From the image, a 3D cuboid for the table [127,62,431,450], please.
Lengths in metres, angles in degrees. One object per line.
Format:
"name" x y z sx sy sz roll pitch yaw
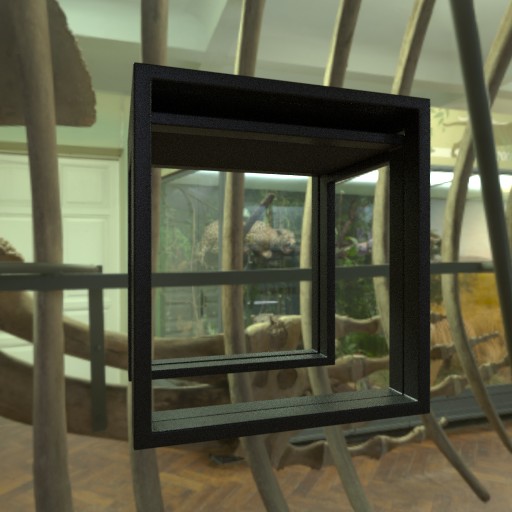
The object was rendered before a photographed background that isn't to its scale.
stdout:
"table" 0.000 0.000 0.912 0.500 0.550 0.449 0 0 -17
